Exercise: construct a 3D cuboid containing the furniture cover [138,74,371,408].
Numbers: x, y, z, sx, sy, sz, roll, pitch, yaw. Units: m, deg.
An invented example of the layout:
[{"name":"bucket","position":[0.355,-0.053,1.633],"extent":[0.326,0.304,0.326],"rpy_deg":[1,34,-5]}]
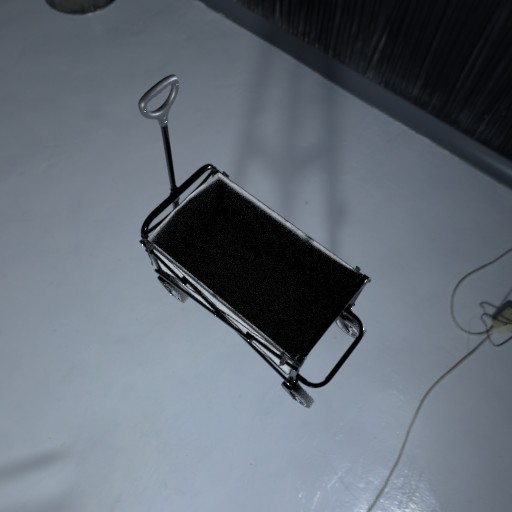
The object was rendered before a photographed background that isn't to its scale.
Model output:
[{"name":"furniture cover","position":[0.000,0.000,1.757],"extent":[1.038,1.295,0.532],"rpy_deg":[37,70,16]}]
